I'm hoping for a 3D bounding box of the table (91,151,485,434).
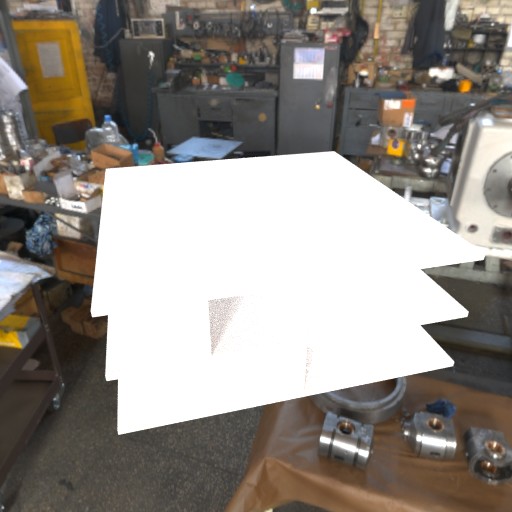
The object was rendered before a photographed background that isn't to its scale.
[{"bbox_3d":[0.000,0.000,1.114,0.700,0.289,0.700,-7,30,-13],"label":"table"}]
